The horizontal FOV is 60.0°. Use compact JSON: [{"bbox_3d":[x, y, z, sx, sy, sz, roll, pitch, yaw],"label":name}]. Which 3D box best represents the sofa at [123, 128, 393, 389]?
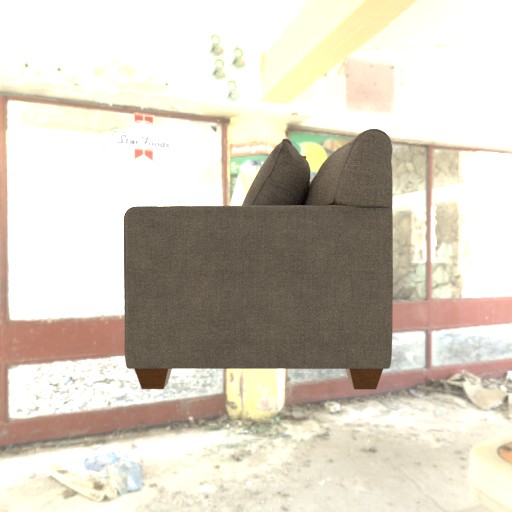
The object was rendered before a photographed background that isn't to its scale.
[{"bbox_3d":[0.000,0.000,2.546,0.997,0.958,2.024,0,0,0],"label":"sofa"}]
